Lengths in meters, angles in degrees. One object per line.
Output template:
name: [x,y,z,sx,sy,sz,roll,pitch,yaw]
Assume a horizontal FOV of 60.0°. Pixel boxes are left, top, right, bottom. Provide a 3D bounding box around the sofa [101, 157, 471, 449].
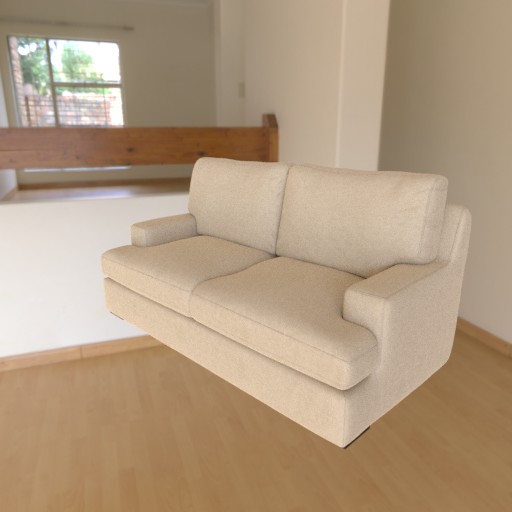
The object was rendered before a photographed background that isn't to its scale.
sofa: [0.000,0.000,2.419,0.962,0.967,1.885,-16,22,-42]
